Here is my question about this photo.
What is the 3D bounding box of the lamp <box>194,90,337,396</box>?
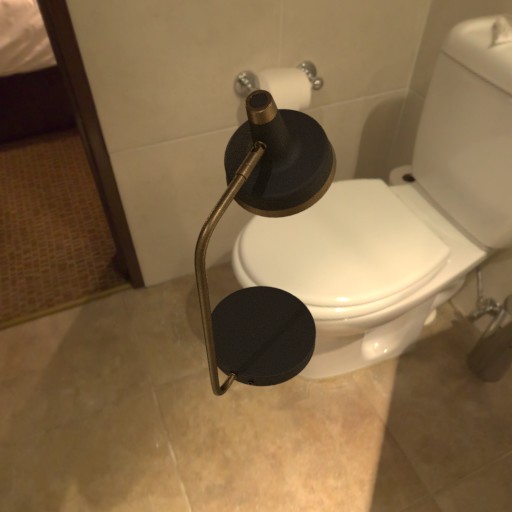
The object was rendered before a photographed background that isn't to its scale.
[{"bbox_3d":[0.000,0.000,0.516,0.162,0.385,0.218,22,51,20],"label":"lamp"}]
